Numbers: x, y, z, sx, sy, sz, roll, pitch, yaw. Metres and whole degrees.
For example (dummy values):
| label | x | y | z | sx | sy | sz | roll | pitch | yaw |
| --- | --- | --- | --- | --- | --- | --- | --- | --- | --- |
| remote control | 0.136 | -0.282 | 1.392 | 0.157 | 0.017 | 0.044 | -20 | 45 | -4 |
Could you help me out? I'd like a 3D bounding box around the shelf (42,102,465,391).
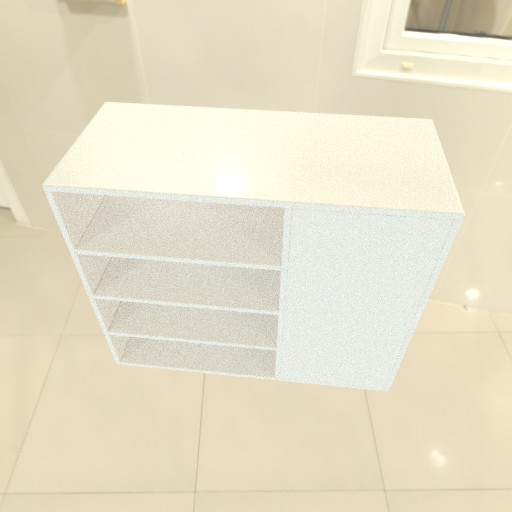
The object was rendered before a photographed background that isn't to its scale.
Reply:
| label | x | y | z | sx | sy | sz | roll | pitch | yaw |
| --- | --- | --- | --- | --- | --- | --- | --- | --- | --- |
| shelf | 0.000 | 0.000 | 1.327 | 0.895 | 0.732 | 0.396 | 5 | 45 | 5 |
